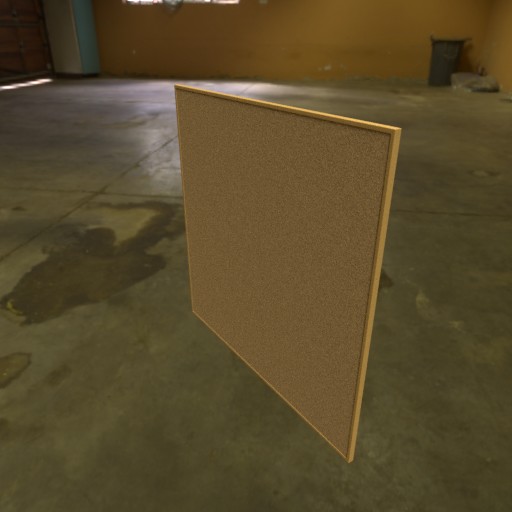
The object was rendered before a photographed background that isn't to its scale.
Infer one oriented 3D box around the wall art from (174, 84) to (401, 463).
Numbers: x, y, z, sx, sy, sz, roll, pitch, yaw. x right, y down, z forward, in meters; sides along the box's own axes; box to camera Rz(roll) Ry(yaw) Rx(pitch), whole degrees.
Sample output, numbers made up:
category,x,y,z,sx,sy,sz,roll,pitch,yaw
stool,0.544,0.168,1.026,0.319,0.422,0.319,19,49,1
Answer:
category,x,y,z,sx,sy,sz,roll,pitch,yaw
wall art,0.000,0.000,0.980,0.014,0.655,0.657,-18,32,-31
